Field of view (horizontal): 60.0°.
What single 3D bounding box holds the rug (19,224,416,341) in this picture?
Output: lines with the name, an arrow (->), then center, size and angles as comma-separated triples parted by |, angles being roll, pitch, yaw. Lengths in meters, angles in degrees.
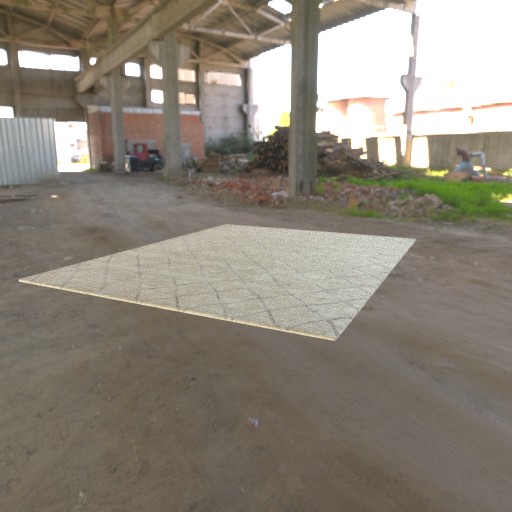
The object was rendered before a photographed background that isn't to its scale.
rug -> 0.000, 0.000, 4.083 | 2.420, 0.019, 3.038 | 6, 14, 26
